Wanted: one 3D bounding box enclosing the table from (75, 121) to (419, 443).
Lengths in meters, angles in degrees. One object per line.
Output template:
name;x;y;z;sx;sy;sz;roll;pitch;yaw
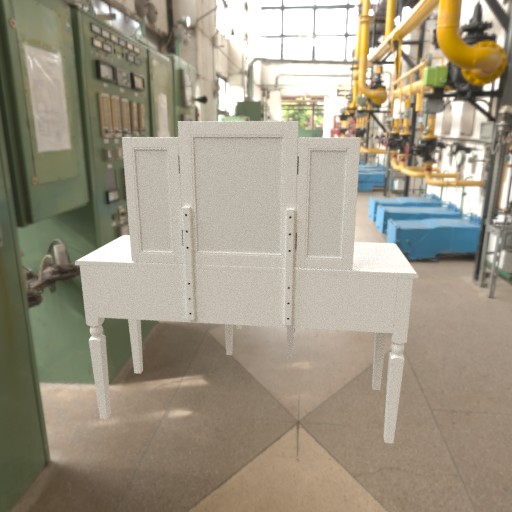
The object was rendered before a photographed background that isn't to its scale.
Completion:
table;0.000;0.000;2.290;1.369;1.310;1.115;2;16;7
